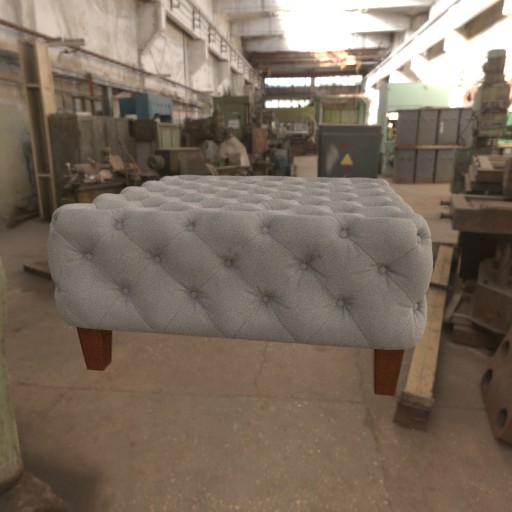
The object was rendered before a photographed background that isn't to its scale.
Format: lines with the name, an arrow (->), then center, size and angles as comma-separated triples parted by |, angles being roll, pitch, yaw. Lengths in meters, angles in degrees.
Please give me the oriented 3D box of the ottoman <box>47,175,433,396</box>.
ottoman -> 0.000, 0.000, 1.423 | 0.911, 0.439, 0.917 | 2, 16, 8
